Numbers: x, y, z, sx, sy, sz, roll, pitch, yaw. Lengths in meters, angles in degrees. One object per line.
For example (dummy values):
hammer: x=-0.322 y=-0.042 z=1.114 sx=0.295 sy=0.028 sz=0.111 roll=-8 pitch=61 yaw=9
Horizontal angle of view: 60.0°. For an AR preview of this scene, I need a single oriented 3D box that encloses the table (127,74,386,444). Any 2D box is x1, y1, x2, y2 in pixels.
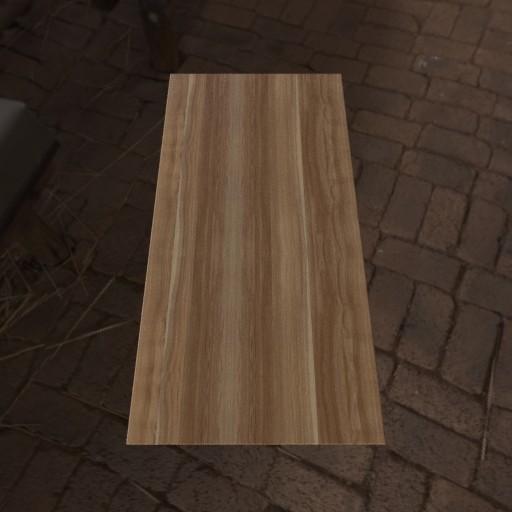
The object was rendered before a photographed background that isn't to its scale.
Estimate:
table: x=0.000 y=0.000 z=2.496 sx=1.000 sy=0.770 sz=2.000 roll=0 pitch=64 yaw=0
